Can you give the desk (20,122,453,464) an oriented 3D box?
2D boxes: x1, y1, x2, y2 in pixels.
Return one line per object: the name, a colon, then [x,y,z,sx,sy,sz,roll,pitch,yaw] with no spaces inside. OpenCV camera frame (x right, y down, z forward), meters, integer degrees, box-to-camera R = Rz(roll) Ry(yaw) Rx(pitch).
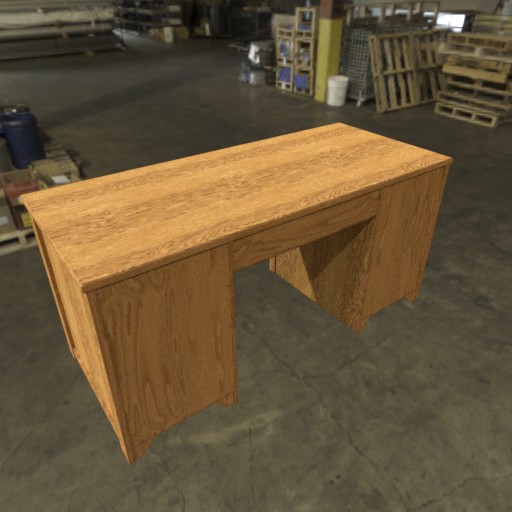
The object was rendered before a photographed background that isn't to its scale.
desk: [0.000,0.000,1.918,1.567,0.751,0.685,-21,38,-30]
